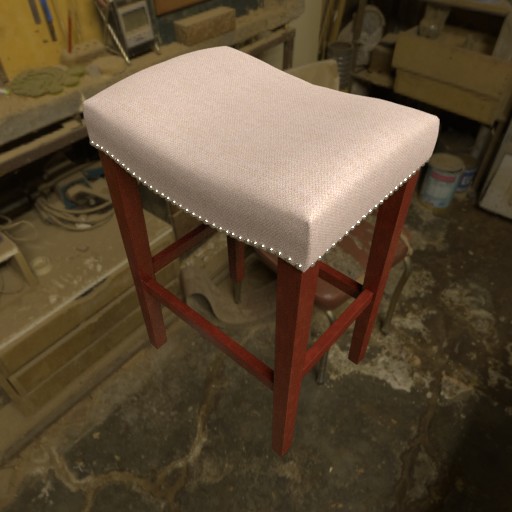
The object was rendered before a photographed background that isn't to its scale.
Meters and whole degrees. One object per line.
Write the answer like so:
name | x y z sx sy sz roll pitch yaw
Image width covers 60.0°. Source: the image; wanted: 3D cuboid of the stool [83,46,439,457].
stool | 0.000 0.000 0.983 0.504 0.742 0.372 32 53 28
